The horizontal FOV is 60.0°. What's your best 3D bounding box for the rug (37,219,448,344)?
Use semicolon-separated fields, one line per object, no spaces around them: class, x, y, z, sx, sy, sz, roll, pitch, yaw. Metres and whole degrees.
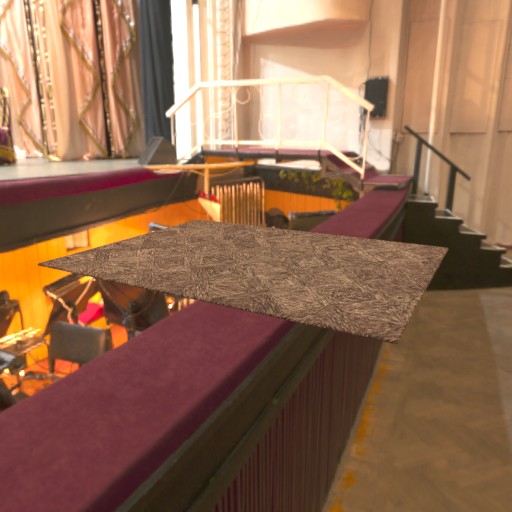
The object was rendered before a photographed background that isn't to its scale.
rug;0.000;0.000;4.291;3.204;0.017;2.448;9;18;28
